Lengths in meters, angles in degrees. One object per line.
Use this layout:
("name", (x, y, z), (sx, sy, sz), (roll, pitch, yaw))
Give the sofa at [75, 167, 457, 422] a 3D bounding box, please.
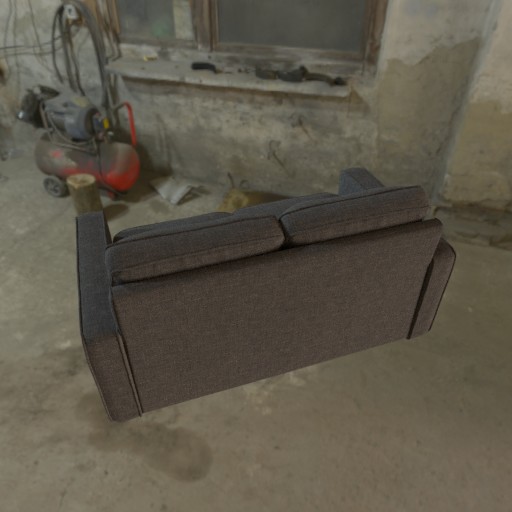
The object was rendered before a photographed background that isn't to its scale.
("sofa", (0.000, 0.000, 2.284), (1.709, 0.918, 0.947), (-12, 41, -14))
